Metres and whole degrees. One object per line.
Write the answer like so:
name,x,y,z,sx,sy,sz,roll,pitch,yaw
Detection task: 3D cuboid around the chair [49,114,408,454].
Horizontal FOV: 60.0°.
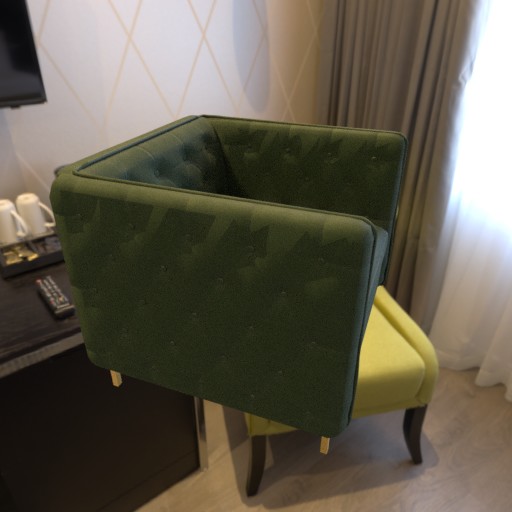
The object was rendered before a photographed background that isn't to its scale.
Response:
chair,0.000,0.000,1.538,0.855,0.768,0.917,11,31,18
